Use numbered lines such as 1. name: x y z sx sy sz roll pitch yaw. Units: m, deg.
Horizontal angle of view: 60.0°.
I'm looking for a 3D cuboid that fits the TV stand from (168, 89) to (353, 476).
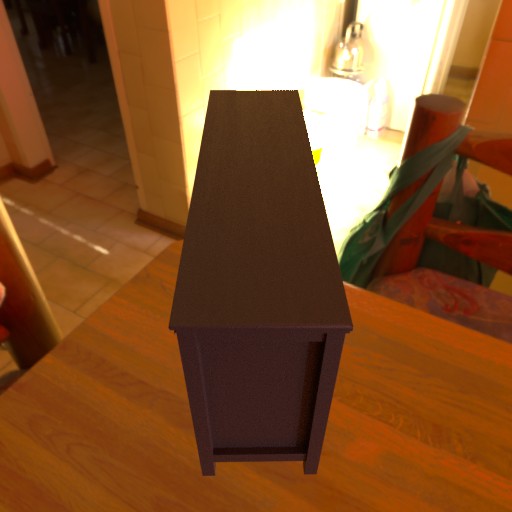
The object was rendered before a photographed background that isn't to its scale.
1. TV stand: 0.000 0.000 1.495 0.347 0.681 1.198 -1 41 -1
